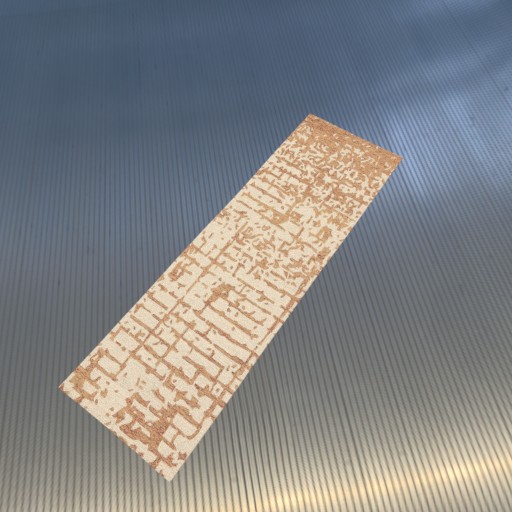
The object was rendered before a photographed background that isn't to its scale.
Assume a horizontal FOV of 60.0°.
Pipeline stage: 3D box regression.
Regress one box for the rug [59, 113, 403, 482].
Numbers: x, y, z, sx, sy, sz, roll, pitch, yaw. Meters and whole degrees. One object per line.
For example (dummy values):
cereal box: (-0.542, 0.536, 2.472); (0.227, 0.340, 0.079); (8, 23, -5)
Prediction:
rug: (0.000, 0.000, 2.652); (0.750, 0.011, 2.435); (31, 65, 17)
